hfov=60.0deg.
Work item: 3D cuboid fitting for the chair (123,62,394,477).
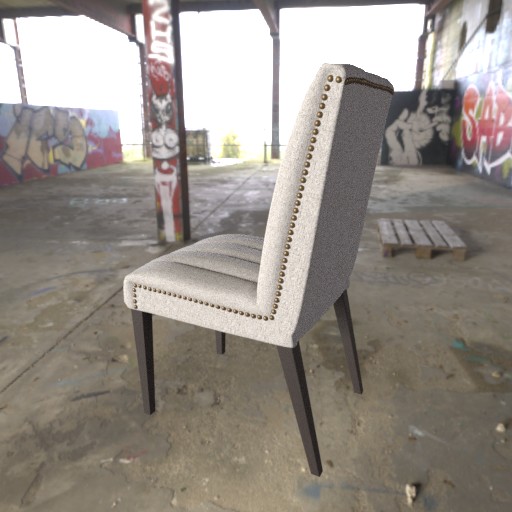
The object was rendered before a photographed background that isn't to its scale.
[{"bbox_3d":[0.000,0.000,1.339,0.647,1.016,0.511,9,19,26],"label":"chair"}]
